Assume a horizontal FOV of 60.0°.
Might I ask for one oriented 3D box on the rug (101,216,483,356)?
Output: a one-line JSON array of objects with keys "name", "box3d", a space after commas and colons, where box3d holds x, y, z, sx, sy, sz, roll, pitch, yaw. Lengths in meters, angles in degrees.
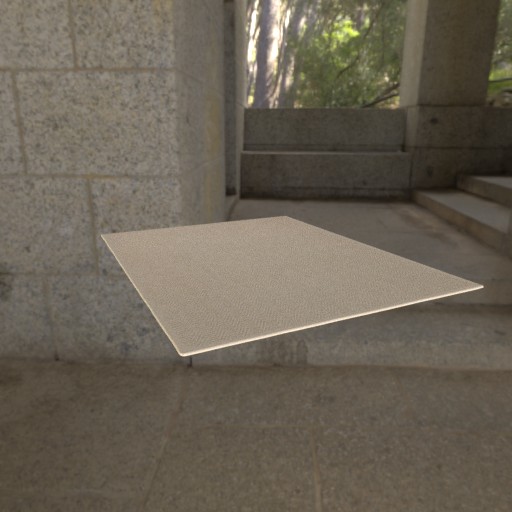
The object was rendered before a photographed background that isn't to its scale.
[{"name": "rug", "box3d": [0.000, 0.000, 4.204, 2.407, 0.020, 3.051, -8, 18, -25]}]
